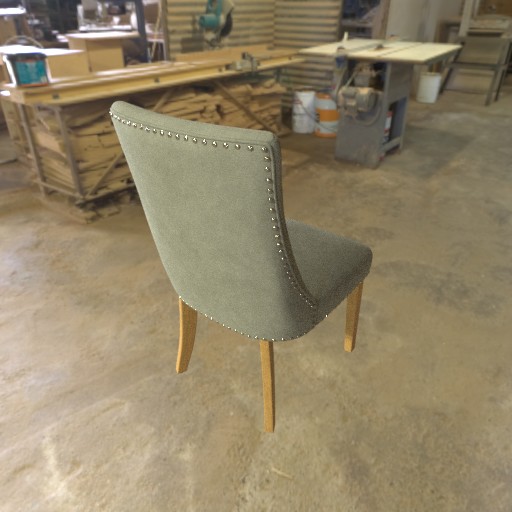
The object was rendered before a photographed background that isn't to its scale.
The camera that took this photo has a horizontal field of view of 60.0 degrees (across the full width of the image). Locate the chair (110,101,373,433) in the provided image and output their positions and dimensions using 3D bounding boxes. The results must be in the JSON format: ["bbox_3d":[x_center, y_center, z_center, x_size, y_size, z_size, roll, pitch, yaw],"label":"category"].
[{"bbox_3d":[0.000,0.000,1.303,0.495,0.902,0.610,22,37,32],"label":"chair"}]
